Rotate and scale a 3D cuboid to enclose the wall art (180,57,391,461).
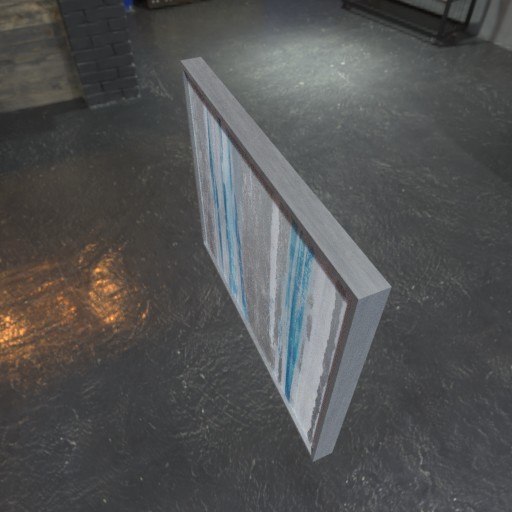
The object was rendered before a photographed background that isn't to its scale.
[{"bbox_3d":[0.000,0.000,0.756,0.037,0.450,0.557,-18,50,-16],"label":"wall art"}]
